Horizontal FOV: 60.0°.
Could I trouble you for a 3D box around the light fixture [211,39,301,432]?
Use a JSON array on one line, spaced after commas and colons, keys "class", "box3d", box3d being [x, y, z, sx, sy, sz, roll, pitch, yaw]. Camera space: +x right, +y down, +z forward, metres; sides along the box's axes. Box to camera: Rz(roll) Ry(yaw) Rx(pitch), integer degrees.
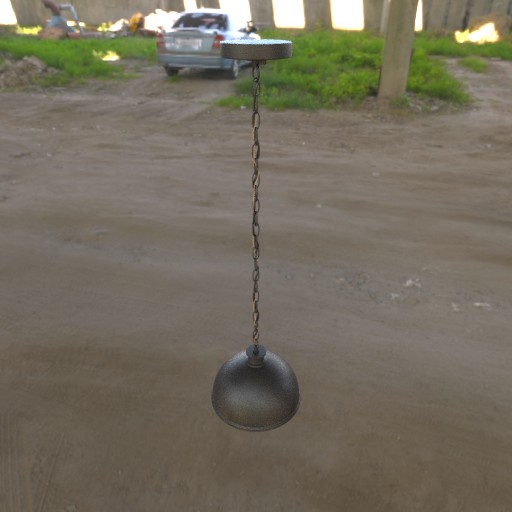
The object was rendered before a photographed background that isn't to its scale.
[{"class": "light fixture", "box3d": [0.000, 0.000, 1.250, 0.304, 1.090, 0.304, -10, 31, -17]}]
